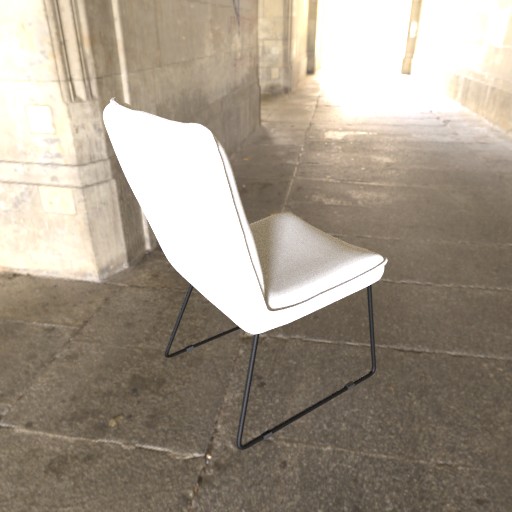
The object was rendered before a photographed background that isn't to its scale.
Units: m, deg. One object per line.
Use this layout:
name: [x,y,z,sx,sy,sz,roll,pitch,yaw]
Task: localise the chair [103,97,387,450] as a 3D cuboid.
chair: [0.000,0.000,1.368,0.688,0.930,0.515,-18,32,-31]
